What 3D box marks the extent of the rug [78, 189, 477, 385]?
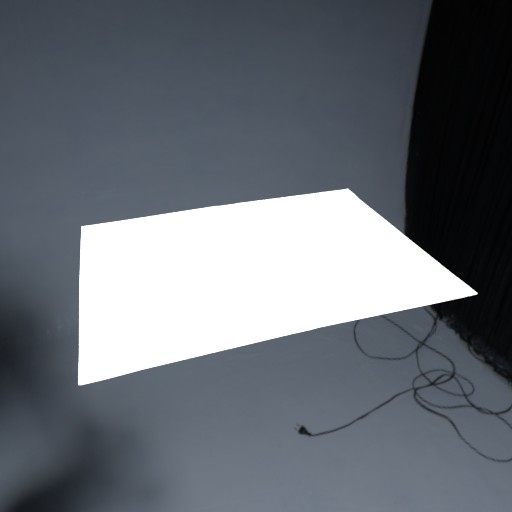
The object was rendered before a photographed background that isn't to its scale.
[{"bbox_3d":[0.000,0.000,3.790,2.869,0.038,2.032,-10,34,-15],"label":"rug"}]
